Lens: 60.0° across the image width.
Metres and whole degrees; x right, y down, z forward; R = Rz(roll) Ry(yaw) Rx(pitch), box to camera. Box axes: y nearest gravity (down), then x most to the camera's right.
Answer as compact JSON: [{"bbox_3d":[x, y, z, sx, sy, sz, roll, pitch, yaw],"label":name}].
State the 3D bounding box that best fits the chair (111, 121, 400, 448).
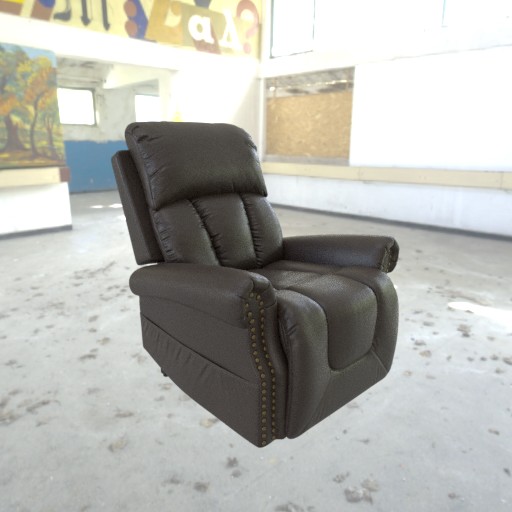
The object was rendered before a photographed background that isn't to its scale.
[{"bbox_3d":[0.000,0.000,1.736,0.869,1.028,0.978,-14,20,-42],"label":"chair"}]
